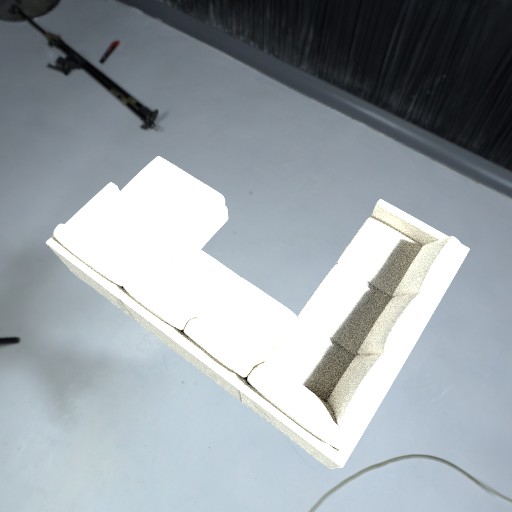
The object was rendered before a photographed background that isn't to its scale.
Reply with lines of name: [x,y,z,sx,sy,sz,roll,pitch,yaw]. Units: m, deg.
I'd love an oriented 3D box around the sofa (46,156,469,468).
sofa: [0.000,0.000,4.598,3.460,0.882,2.427,33,68,15]
